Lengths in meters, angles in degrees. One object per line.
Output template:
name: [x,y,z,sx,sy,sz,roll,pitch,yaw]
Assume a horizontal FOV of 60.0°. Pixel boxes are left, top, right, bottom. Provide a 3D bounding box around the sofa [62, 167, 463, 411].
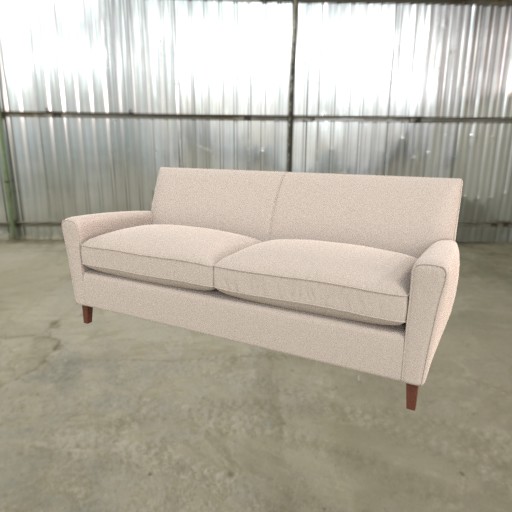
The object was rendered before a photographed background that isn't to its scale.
sofa: [0.000,0.000,2.397,2.000,0.846,0.875,8,17,27]
